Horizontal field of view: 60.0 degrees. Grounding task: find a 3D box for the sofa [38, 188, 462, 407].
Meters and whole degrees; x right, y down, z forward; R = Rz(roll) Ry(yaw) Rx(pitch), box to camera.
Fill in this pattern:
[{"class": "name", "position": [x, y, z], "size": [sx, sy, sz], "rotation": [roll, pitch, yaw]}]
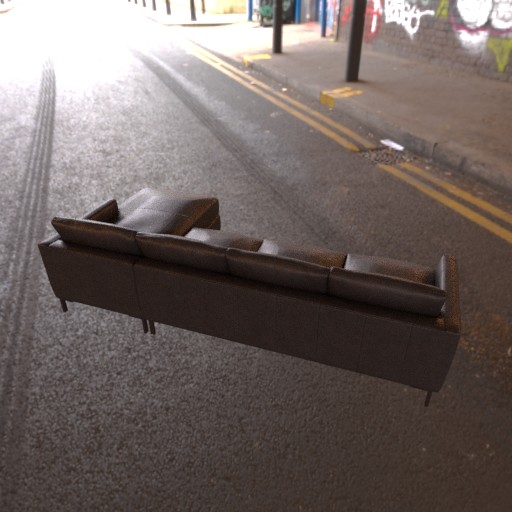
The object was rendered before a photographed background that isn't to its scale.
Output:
[{"class": "sofa", "position": [0.000, 0.000, 3.604], "size": [2.993, 0.859, 1.471], "rotation": [11, 34, 16]}]
